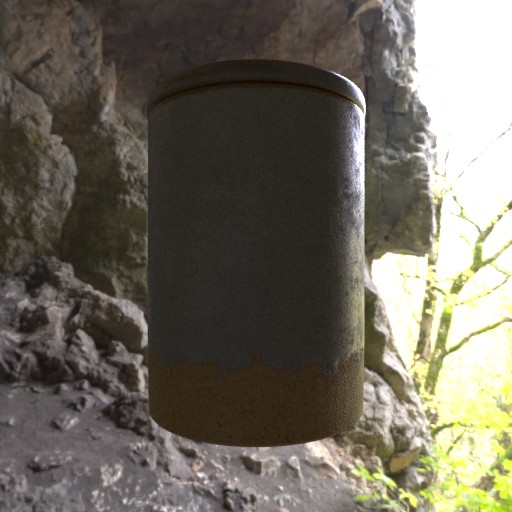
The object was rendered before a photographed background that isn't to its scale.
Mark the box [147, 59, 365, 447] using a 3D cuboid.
[{"bbox_3d":[0.000,0.000,0.244,0.118,0.168,0.118,0,-1,0],"label":"box"}]
